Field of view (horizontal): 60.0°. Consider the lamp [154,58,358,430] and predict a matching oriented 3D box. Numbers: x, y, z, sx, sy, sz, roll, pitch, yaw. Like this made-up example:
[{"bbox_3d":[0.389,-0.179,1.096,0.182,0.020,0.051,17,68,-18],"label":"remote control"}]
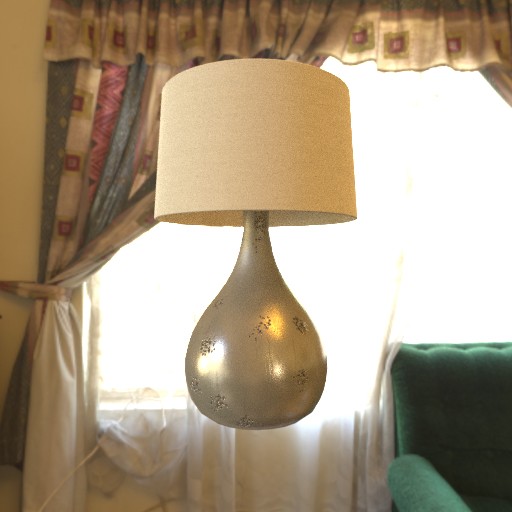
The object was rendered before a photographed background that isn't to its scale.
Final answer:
[{"bbox_3d":[0.000,0.000,0.737,0.330,0.521,0.330,0,0,0],"label":"lamp"}]
